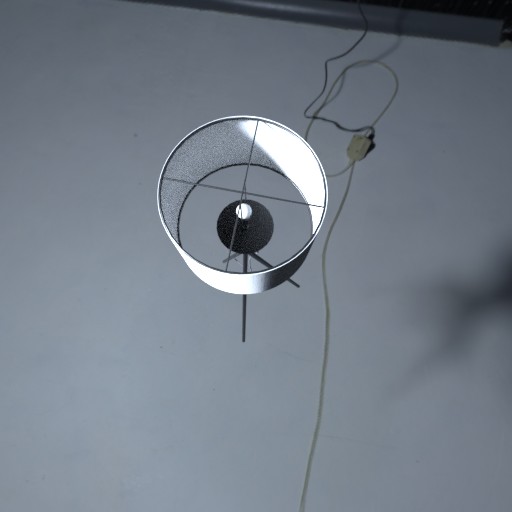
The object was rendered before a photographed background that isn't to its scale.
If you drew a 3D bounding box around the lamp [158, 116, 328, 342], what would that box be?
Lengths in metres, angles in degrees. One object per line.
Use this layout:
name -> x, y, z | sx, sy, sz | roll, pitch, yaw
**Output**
lamp -> 0.000, 0.000, 1.915 | 0.522, 1.624, 0.667 | 11, 76, 3
